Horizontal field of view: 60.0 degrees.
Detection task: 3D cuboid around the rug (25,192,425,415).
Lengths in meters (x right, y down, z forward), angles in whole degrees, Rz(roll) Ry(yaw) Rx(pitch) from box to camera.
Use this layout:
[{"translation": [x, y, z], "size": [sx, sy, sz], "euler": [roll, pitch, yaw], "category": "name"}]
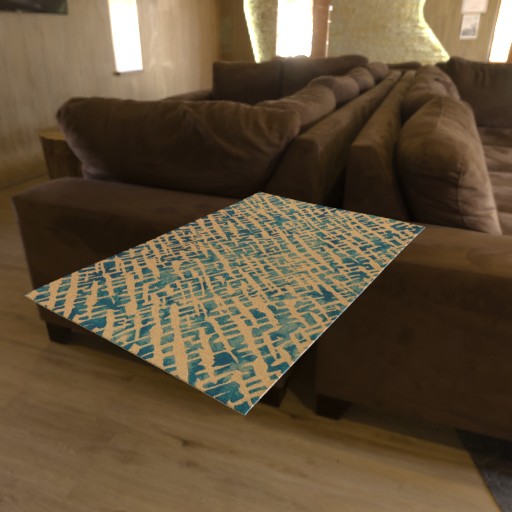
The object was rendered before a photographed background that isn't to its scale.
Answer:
[{"translation": [0.000, 0.000, 2.314], "size": [1.209, 0.011, 1.830], "euler": [17, 31, 31], "category": "rug"}]
